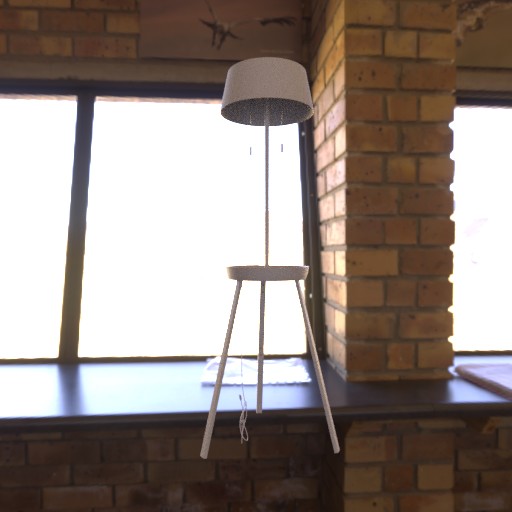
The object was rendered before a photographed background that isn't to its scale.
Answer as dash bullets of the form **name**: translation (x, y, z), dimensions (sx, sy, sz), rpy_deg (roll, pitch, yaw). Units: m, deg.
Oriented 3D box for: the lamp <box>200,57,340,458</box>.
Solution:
- **lamp**: translation (0.000, 0.000, 1.695), dimensions (0.468, 1.429, 0.508), rpy_deg (0, 1, -36)
